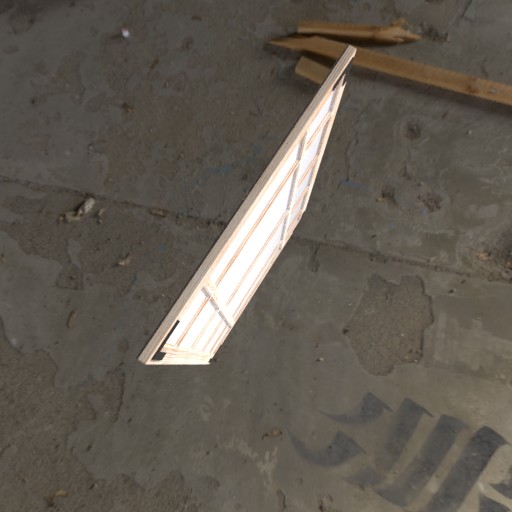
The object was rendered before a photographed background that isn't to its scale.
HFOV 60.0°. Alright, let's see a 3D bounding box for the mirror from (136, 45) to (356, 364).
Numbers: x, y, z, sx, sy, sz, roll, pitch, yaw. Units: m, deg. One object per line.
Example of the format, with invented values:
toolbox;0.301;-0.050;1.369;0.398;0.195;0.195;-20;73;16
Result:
mirror;0.000;0.000;1.275;0.025;0.996;0.705;31;78;7
